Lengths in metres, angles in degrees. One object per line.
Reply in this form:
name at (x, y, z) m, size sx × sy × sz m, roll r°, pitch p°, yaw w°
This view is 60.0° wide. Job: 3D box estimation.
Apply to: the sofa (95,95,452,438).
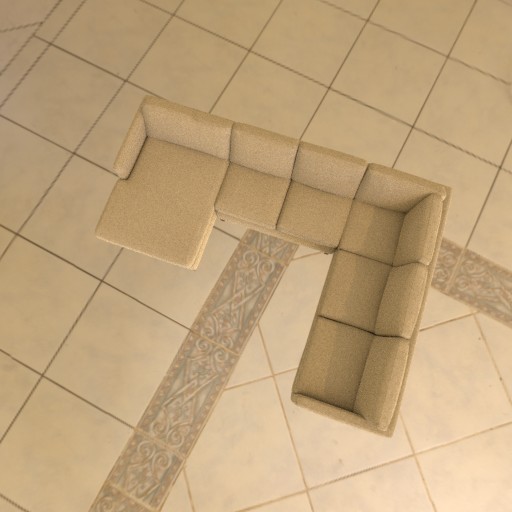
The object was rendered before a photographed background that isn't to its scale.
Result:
sofa at (0.000, 0.000, 4.635) m, size 3.460 × 0.959 × 2.593 m, roll 18°, pitch 76°, yaw 5°
